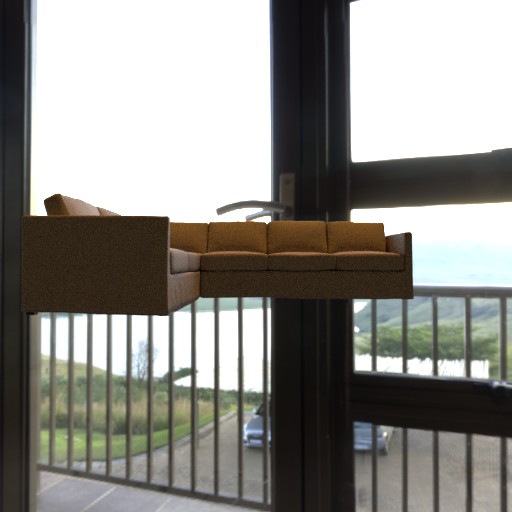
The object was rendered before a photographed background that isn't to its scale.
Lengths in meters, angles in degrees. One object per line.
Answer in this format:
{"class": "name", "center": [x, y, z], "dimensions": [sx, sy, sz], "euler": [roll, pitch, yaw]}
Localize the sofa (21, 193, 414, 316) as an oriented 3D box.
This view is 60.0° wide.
{"class": "sofa", "center": [0.000, 0.000, 4.203], "dimensions": [3.182, 0.871, 2.432], "euler": [0, -1, 1]}
